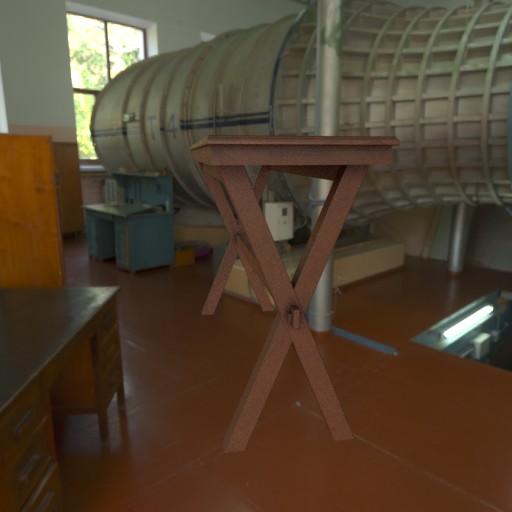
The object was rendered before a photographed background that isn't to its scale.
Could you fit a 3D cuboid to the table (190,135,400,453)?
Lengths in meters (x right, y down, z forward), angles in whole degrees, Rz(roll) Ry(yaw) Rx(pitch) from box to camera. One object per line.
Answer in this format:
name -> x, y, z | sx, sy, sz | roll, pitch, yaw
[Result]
table -> 0.000, 0.000, 1.544 | 0.399, 0.763, 1.197 | -2, 13, -10
